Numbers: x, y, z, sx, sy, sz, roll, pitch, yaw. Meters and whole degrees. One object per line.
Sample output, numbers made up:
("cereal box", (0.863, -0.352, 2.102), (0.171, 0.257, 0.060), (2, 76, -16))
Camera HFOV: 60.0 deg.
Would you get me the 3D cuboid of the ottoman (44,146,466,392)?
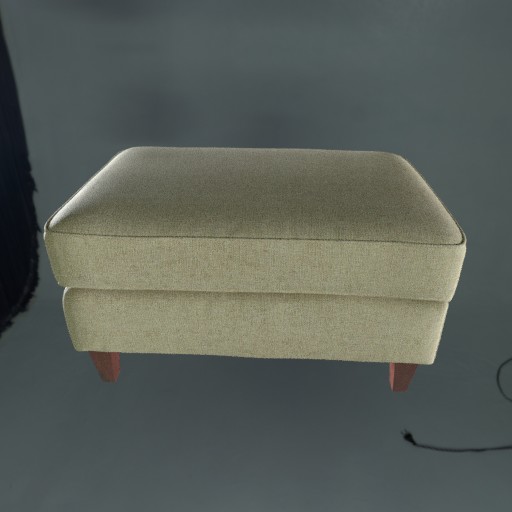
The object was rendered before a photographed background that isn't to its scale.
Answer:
("ottoman", (0.000, 0.000, 1.201), (0.862, 0.484, 0.583), (1, 31, 2))
